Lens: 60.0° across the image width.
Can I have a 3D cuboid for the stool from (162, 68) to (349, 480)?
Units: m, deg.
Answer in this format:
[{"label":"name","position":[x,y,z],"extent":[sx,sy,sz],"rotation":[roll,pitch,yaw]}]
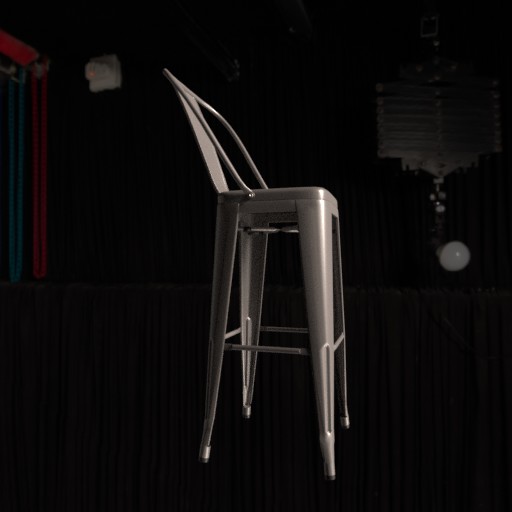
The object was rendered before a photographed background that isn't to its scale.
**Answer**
[{"label":"stool","position":[0.000,0.000,1.326],"extent":[0.513,1.096,0.399],"rotation":[0,-1,17]}]
